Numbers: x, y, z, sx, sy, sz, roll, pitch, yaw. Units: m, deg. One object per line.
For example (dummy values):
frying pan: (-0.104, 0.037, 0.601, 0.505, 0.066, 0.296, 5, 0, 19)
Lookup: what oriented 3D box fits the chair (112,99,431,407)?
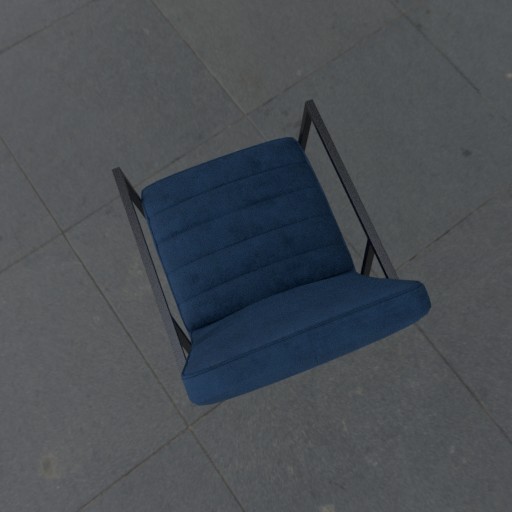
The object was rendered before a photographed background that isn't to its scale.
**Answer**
chair: (0.000, 0.000, 1.307, 0.571, 0.833, 0.677, -21, 77, -5)
